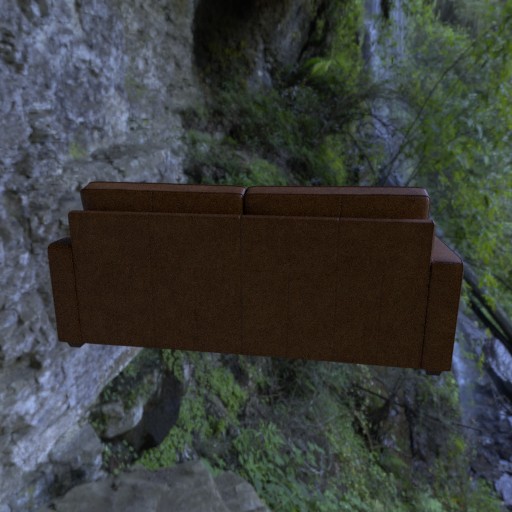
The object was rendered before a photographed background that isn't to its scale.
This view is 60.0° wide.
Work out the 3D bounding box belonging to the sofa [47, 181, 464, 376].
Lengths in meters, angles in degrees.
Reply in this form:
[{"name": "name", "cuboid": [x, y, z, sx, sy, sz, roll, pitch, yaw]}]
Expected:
[{"name": "sofa", "cuboid": [0.000, 0.000, 2.691, 2.156, 0.928, 0.991, 2, 15, 9]}]
